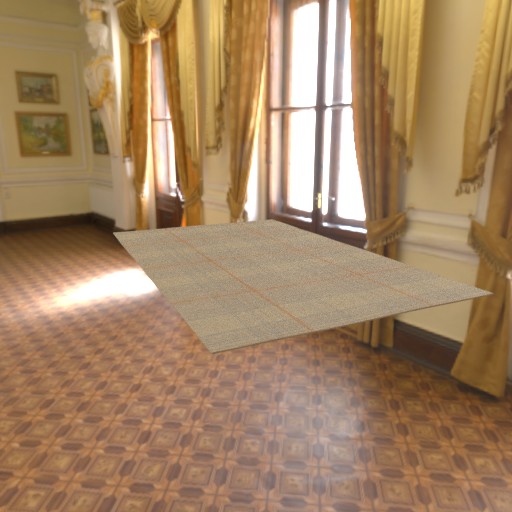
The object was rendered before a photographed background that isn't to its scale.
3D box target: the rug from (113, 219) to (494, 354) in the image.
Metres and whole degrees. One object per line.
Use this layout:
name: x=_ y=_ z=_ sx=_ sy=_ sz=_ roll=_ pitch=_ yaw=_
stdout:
rug: x=0.000 y=0.000 z=3.009 sx=1.527 sy=0.016 sz=2.442 roll=-7 pitch=16 yaw=-25
